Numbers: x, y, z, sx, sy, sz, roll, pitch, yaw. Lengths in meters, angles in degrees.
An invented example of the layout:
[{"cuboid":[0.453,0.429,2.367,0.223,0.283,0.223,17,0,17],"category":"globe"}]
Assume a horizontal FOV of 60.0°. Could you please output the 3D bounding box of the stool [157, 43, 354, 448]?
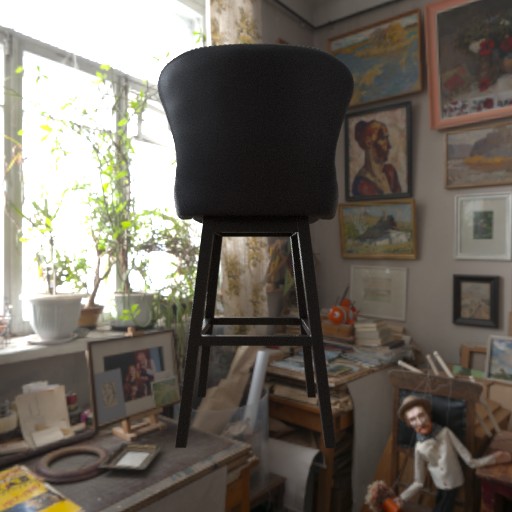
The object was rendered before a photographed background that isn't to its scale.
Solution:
[{"cuboid":[0.000,0.000,1.373,0.528,1.050,0.601,0,0,0],"category":"stool"}]
